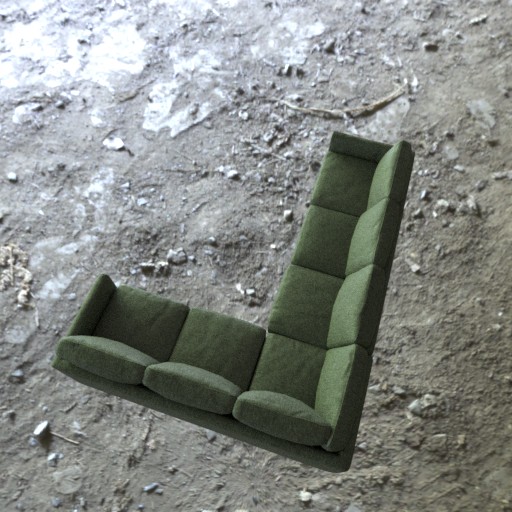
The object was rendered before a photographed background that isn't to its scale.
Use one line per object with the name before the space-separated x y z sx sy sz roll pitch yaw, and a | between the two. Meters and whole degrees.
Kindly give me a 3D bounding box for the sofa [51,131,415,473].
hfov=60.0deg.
sofa | 0.000 0.000 4.428 2.593 0.947 3.302 16 64 8
